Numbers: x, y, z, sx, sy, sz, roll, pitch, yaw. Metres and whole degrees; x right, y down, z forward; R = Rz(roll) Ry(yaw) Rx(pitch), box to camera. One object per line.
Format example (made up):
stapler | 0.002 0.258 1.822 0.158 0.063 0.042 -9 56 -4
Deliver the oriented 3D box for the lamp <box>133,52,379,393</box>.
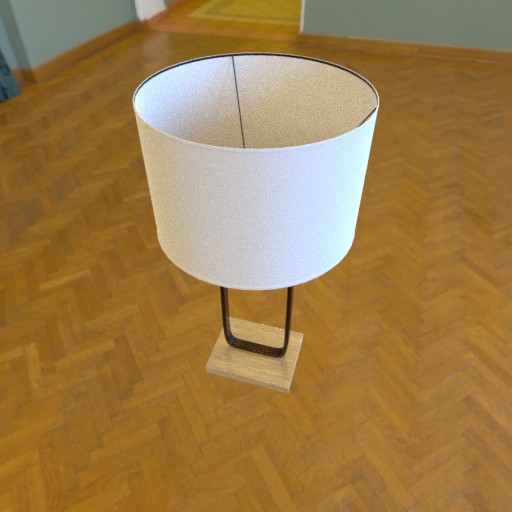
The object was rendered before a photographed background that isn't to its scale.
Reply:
lamp | 0.000 0.000 0.679 0.279 0.508 0.279 11 43 12
